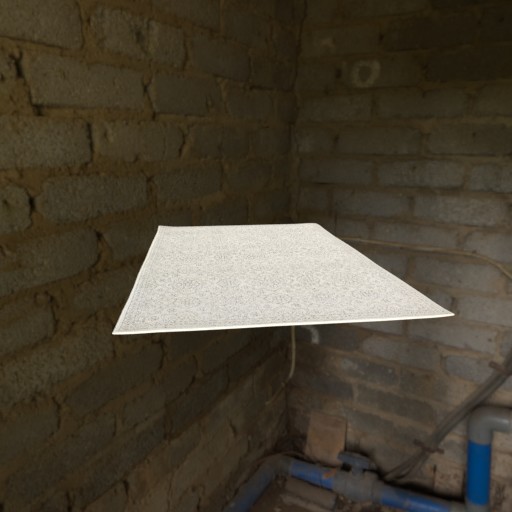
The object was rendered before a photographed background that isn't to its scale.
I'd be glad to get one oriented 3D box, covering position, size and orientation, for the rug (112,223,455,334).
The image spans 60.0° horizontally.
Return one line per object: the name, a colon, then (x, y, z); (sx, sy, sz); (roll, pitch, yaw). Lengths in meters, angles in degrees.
rug: (0.000, 0.000, 2.469); (1.214, 0.023, 1.947); (-2, 14, -7)
